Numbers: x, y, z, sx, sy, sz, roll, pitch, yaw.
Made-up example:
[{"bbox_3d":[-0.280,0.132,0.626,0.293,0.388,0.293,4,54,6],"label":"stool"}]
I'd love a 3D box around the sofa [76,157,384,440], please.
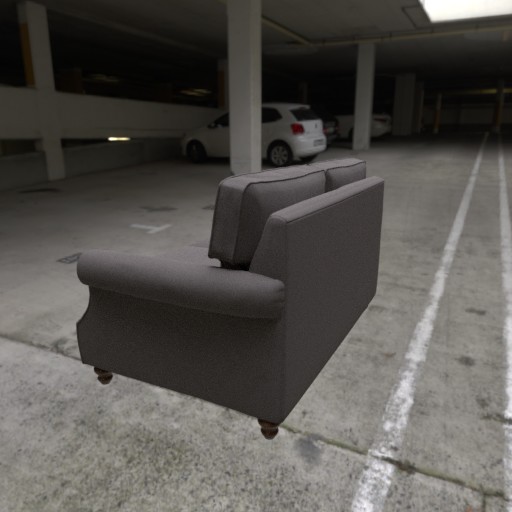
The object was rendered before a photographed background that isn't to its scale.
[{"bbox_3d":[0.000,0.000,2.254,0.964,0.937,1.665,8,17,26],"label":"sofa"}]
